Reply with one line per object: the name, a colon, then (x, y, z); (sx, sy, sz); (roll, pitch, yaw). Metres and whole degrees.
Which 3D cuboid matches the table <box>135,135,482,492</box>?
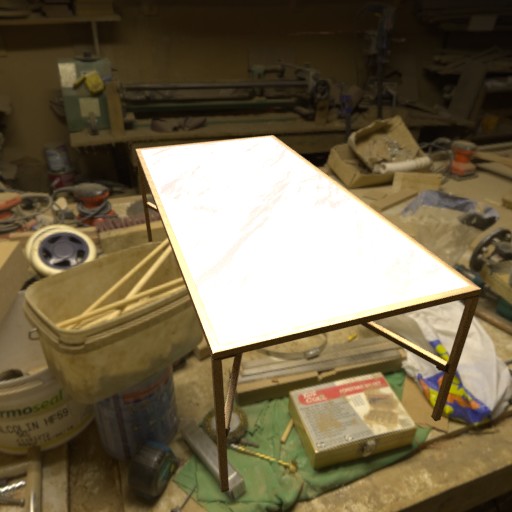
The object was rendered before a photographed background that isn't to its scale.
table: (0.000, 0.000, 1.424); (0.577, 0.405, 1.197); (-10, 33, -16)
